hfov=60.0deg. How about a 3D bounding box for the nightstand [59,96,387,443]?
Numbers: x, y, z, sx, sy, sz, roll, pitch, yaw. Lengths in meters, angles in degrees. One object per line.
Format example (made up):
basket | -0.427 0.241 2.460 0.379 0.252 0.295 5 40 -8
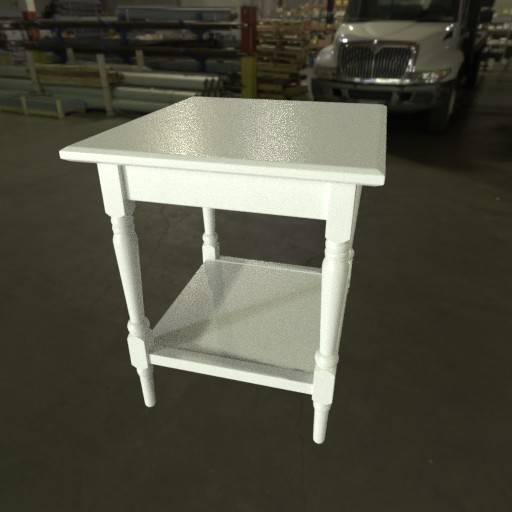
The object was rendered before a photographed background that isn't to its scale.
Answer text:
nightstand | 0.000 0.000 0.935 0.459 0.555 0.505 7 29 13
